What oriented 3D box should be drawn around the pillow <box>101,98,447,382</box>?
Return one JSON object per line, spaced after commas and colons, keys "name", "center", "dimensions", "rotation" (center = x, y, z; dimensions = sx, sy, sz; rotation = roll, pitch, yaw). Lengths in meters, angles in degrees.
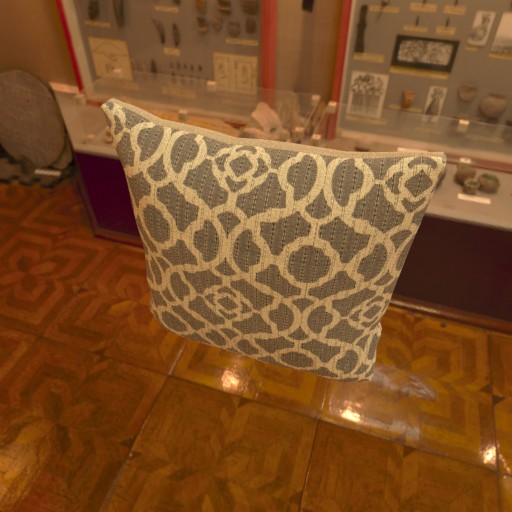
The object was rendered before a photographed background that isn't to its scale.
{"name": "pillow", "center": [0.000, 0.000, 0.784], "dimensions": [0.508, 0.498, 0.215], "rotation": [14, 45, 14]}
